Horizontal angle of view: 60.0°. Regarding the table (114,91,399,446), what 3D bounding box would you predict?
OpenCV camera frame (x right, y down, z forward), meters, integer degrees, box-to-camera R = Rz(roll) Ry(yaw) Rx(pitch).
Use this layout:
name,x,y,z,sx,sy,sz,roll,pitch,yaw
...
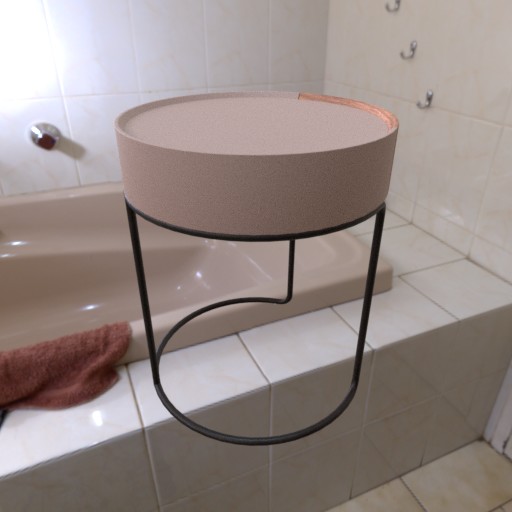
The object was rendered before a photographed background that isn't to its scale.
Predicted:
name,x,y,z,sx,sy,sz,roll,pitch,yaw
table,0.000,0.000,0.852,0.450,0.530,0.450,0,30,0
